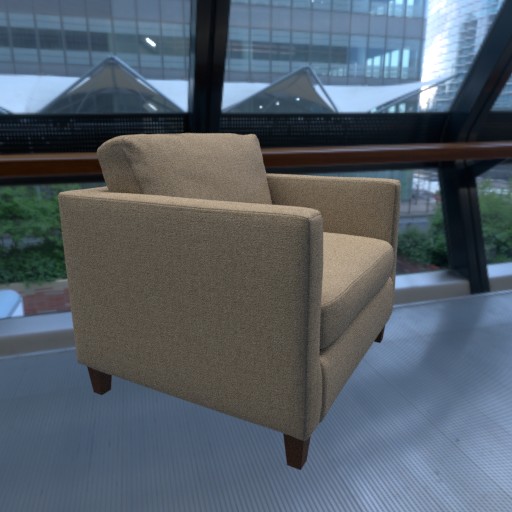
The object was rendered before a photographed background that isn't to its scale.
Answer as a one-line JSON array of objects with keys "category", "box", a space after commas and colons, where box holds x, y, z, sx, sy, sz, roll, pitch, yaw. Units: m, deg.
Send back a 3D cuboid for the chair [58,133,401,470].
[{"category": "chair", "box": [0.000, 0.000, 1.788, 0.959, 0.961, 1.107, 8, 17, 28]}]
